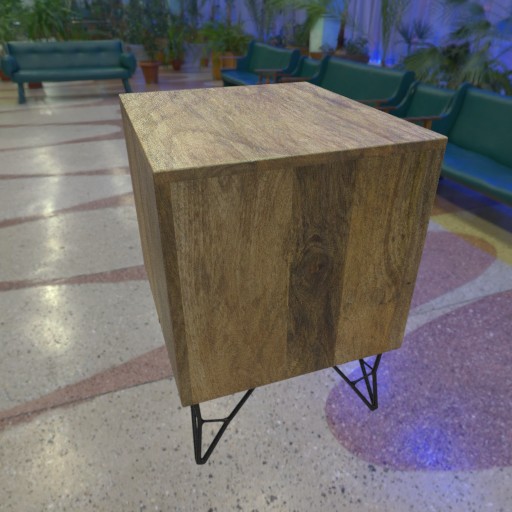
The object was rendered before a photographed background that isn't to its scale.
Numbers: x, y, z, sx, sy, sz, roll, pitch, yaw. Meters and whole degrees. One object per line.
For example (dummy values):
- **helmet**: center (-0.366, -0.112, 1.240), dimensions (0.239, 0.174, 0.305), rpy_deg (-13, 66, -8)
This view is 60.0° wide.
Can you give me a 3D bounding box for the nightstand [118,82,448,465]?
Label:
- **nightstand**: center (0.000, 0.000, 0.879), dimensions (0.406, 0.559, 0.457), rpy_deg (-10, 32, -17)
